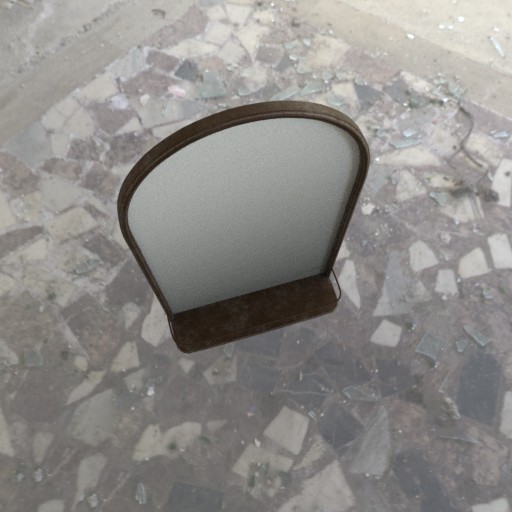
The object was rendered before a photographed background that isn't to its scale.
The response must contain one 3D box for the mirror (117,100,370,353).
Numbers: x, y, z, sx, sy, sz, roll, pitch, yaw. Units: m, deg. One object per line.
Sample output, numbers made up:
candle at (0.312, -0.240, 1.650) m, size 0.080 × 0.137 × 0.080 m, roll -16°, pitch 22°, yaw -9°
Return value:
mirror at (0.000, 0.000, 0.990) m, size 0.510 × 0.770 × 0.137 m, roll -15°, pitch 65°, yaw -7°
